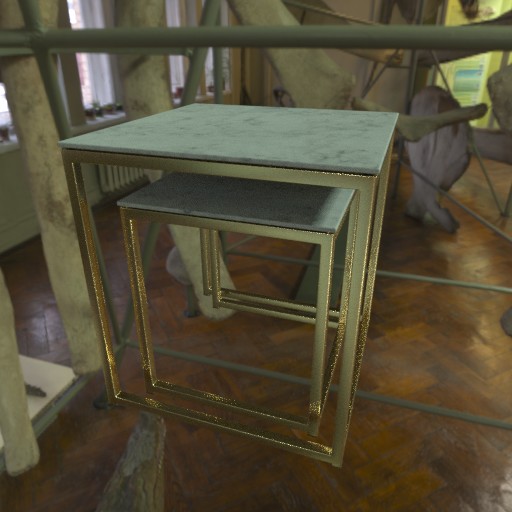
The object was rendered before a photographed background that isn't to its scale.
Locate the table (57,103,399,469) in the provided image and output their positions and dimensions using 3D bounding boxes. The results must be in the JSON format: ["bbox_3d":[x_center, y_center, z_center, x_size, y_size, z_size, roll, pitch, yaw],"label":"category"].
[{"bbox_3d":[0.000,0.000,0.869,0.450,0.500,0.450,8,27,17],"label":"table"}]
